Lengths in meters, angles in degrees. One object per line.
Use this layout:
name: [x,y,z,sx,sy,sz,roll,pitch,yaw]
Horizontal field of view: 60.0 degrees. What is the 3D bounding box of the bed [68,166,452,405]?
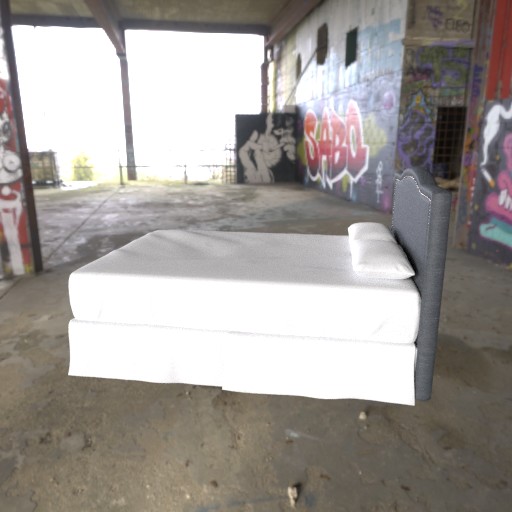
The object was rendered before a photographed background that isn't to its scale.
bed: [0.000,0.000,3.602,2.507,1.441,1.747,2,15,10]
